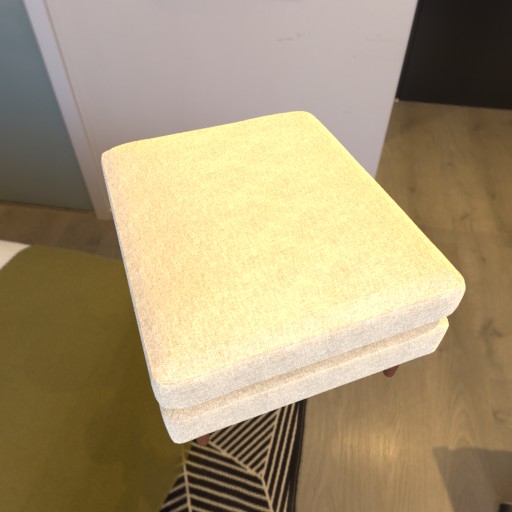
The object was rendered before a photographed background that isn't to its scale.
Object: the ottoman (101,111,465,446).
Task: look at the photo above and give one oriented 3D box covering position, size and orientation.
[{"bbox_3d":[0.000,0.000,1.250,0.693,0.474,0.821,-15,48,-14],"label":"ottoman"}]
